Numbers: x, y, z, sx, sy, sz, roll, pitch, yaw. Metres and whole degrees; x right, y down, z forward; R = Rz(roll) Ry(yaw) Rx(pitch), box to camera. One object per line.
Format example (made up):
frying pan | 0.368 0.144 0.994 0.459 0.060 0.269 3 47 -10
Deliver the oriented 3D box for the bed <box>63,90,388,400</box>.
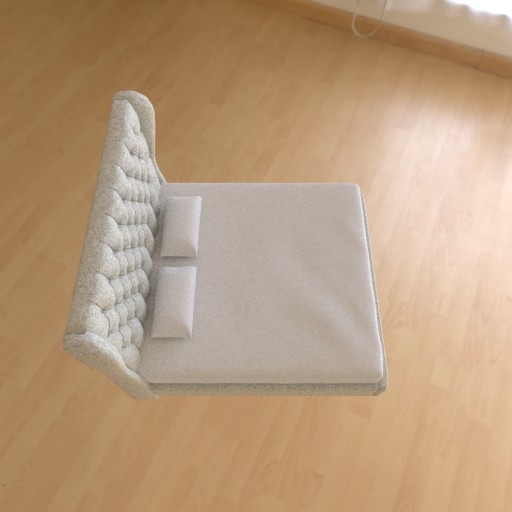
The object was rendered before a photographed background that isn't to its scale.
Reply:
bed | 0.000 0.000 3.899 2.347 1.771 2.219 0 63 0
